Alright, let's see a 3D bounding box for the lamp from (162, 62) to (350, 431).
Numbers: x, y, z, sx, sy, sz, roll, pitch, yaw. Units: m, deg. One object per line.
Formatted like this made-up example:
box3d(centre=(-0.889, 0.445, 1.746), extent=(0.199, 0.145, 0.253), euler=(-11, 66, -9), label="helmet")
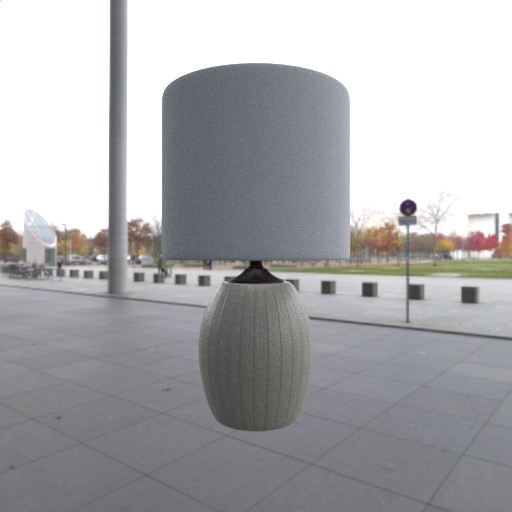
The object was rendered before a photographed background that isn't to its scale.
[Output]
box3d(centre=(0.000, 0.000, 0.790), extent=(0.329, 0.570, 0.329), euler=(0, 0, -37), label="lamp")
